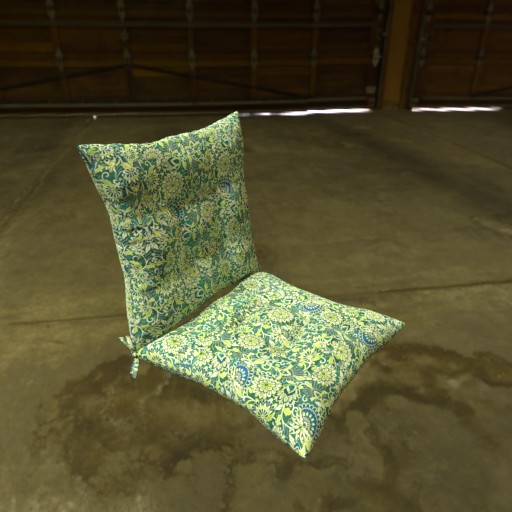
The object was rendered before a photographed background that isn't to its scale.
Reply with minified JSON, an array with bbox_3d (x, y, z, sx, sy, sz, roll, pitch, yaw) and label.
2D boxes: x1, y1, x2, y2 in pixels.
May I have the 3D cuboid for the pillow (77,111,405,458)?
[{"bbox_3d":[0.000,0.000,1.019,0.585,0.536,0.541,18,32,32],"label":"pillow"}]
